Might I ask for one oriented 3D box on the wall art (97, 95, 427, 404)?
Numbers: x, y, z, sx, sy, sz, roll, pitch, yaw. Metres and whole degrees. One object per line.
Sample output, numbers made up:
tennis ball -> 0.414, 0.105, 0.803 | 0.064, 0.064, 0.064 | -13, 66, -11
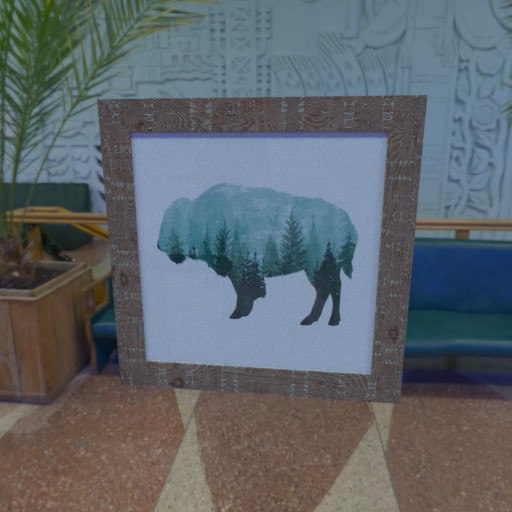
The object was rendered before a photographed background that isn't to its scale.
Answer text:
wall art -> 0.000, 0.000, 0.564 | 0.380, 0.380, 0.022 | 2, 14, 7
